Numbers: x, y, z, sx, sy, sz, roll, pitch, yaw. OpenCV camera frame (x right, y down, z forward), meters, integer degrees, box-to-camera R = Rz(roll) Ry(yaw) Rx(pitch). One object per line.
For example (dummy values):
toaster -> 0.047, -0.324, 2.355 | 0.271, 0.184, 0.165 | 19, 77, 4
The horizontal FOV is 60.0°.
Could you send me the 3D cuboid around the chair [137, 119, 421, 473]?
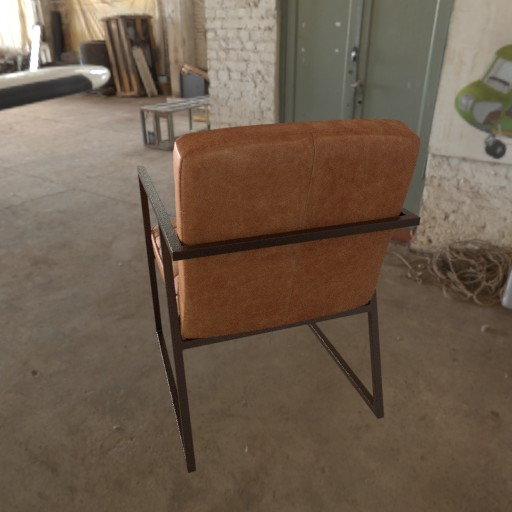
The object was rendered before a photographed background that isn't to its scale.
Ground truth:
chair -> 0.000, 0.000, 1.265 | 0.571, 0.832, 0.677 | -8, 28, -16
